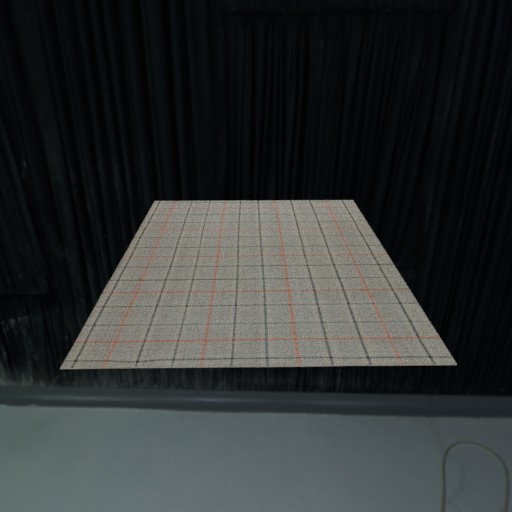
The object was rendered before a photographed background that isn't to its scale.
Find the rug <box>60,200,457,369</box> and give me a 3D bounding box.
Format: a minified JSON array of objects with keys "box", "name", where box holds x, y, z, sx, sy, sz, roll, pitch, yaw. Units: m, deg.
[{"box":[0.000,0.000,4.083,2.444,0.012,3.048,0,27,-1],"name":"rug"}]
